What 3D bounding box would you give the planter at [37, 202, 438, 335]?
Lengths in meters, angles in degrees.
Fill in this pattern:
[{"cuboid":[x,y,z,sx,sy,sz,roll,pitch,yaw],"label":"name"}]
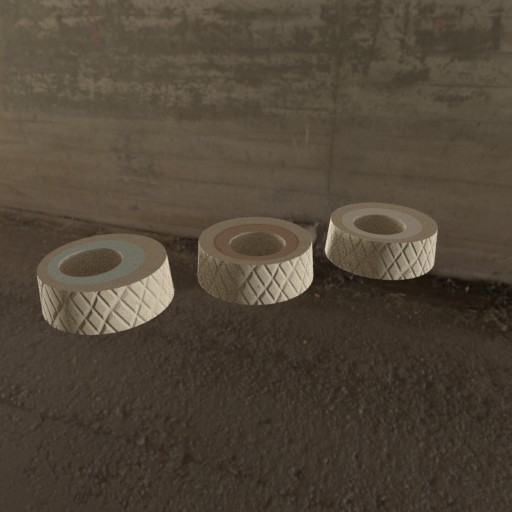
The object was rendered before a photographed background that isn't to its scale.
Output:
[{"cuboid":[0.000,0.000,0.430,0.390,0.038,0.114,-9,29,-16],"label":"planter"}]
